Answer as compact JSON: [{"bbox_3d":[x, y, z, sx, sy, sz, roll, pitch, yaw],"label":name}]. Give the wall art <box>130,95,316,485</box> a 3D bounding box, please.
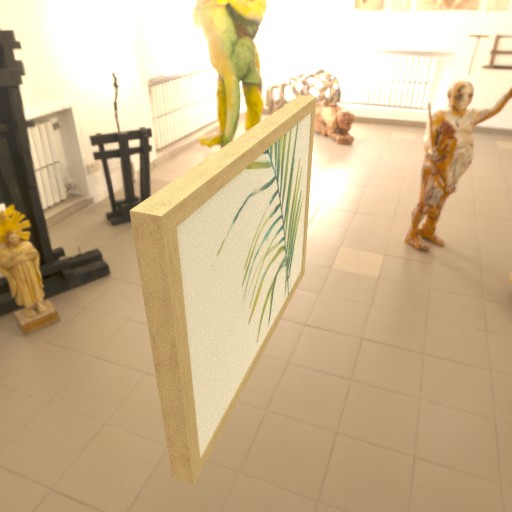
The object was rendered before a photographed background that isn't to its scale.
[{"bbox_3d":[0.000,0.000,0.688,0.032,0.380,0.532,11,32,18],"label":"wall art"}]
